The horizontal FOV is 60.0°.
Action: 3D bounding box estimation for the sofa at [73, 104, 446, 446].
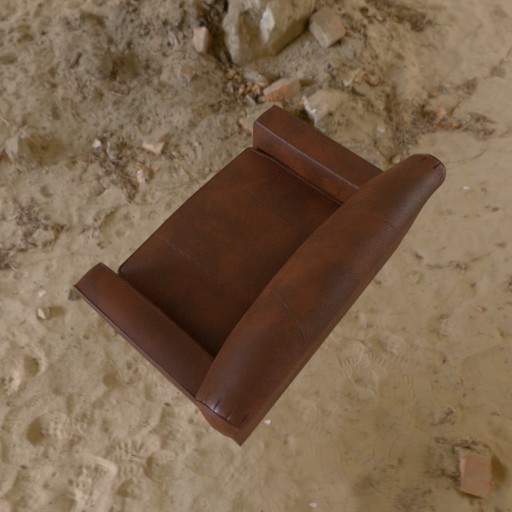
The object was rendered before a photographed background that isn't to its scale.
[{"bbox_3d":[0.000,0.000,2.134,1.000,0.956,1.413,37,69,16],"label":"sofa"}]
